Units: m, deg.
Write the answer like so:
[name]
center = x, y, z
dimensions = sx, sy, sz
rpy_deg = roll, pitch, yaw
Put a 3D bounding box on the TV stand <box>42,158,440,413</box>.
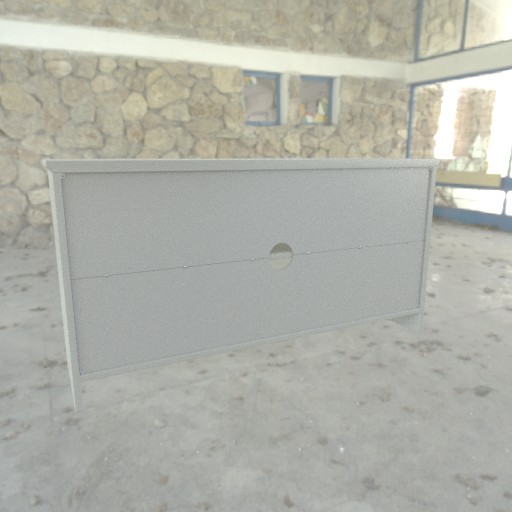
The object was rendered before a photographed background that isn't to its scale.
[TV stand]
center = 0.000, 0.000, 1.410
dimensions = 1.167, 0.603, 0.344
rpy_deg = -6, 14, -25
